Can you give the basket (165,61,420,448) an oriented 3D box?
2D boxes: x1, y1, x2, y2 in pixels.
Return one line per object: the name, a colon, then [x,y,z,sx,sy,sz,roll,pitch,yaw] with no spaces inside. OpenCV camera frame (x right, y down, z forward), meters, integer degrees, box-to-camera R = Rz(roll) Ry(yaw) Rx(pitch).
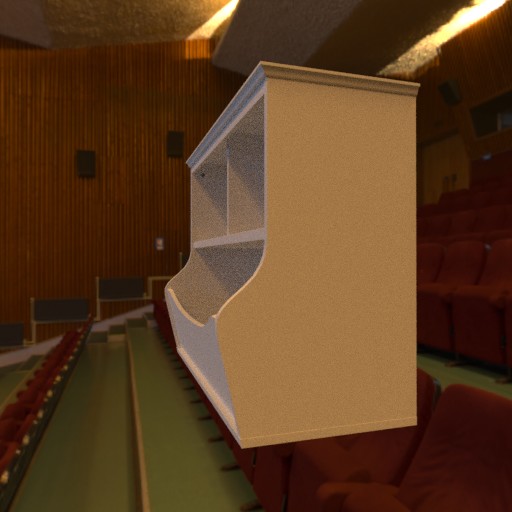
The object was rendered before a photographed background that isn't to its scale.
basket: [0.000,0.000,1.127,0.376,0.625,0.792,0,0,-18]
